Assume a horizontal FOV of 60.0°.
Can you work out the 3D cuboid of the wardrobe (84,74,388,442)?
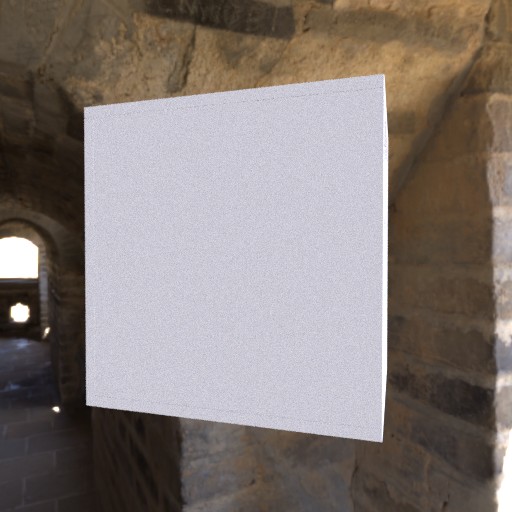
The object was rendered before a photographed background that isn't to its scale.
[{"bbox_3d":[0.000,0.000,0.889,0.500,0.520,0.400,0,1,17],"label":"wardrobe"}]
